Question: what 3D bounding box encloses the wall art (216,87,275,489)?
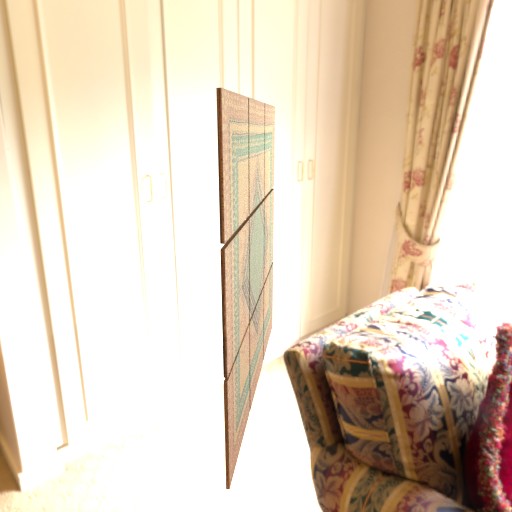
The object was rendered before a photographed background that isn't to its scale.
[{"bbox_3d":[0.000,0.000,1.831,0.013,1.213,1.215,2,17,8],"label":"wall art"}]
